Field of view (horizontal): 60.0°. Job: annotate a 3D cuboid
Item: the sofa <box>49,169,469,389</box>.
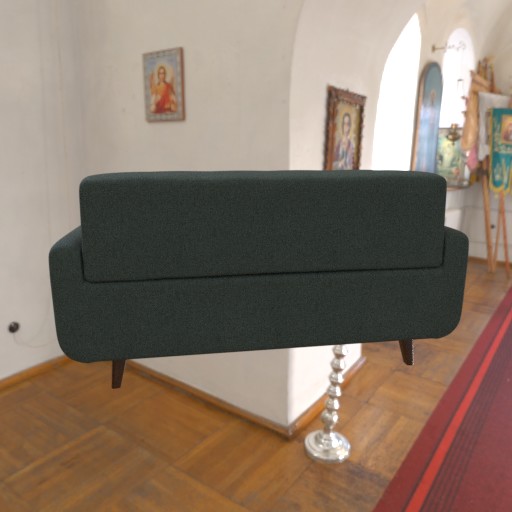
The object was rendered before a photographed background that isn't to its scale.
[{"bbox_3d":[0.000,0.000,2.138,1.631,0.841,0.909,-2,14,-9],"label":"sofa"}]
